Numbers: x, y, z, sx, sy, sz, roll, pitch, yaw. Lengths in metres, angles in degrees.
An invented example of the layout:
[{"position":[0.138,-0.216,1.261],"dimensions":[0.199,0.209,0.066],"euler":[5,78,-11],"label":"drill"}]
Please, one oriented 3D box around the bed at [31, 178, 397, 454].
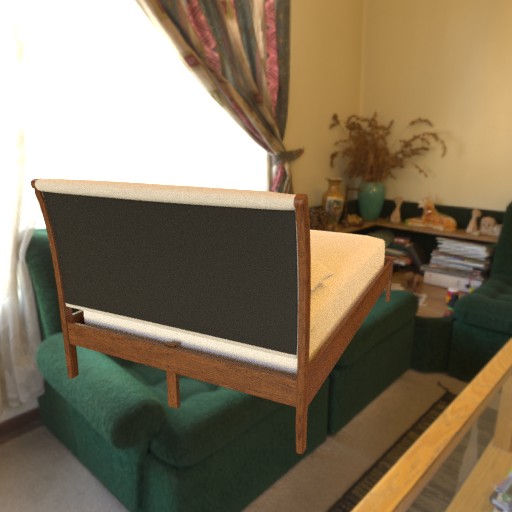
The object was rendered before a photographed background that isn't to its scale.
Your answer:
[{"position":[0.000,0.000,3.206],"dimensions":[1.612,1.250,2.380],"euler":[7,17,25],"label":"bed"}]
